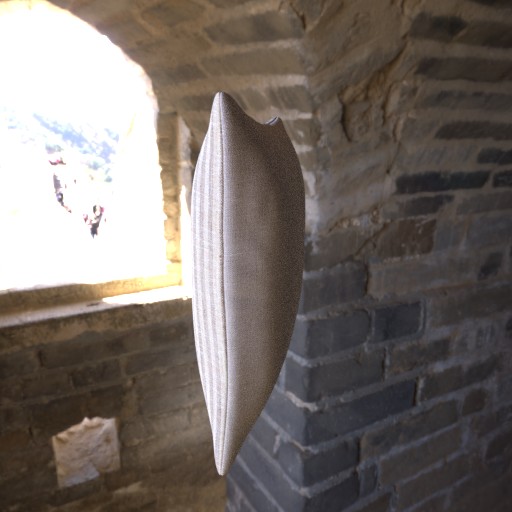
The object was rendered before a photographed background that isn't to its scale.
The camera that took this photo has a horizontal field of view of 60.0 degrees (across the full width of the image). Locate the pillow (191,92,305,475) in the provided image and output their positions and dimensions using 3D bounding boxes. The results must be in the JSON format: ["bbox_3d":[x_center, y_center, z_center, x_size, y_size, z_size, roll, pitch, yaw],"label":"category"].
[{"bbox_3d":[0.000,0.000,0.805,0.166,0.510,0.523,2,15,10],"label":"pillow"}]
